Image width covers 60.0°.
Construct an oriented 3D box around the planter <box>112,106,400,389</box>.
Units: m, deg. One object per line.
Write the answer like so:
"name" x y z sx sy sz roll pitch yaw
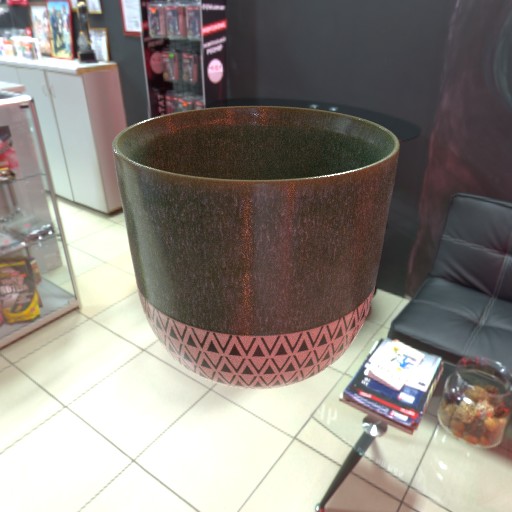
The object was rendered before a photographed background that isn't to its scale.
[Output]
"planter" 0.000 0.000 0.491 0.266 0.270 0.266 0 30 0
